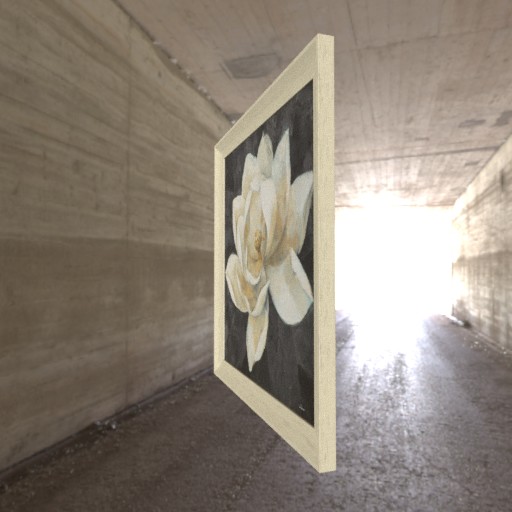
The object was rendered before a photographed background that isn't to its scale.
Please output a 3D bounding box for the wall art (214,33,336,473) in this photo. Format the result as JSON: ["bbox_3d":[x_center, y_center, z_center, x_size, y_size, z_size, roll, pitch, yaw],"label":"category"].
[{"bbox_3d":[0.000,0.000,1.510,0.045,1.016,1.016,1,-2,-19],"label":"wall art"}]
